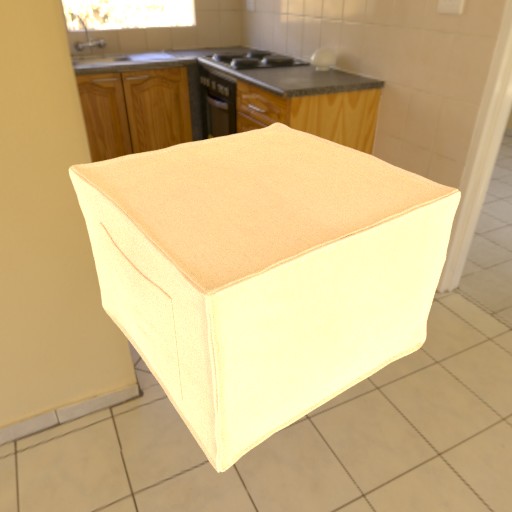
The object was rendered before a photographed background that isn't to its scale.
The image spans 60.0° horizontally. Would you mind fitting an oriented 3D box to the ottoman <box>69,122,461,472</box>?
[{"bbox_3d":[0.000,0.000,1.161,0.696,0.470,0.707,-21,37,-30],"label":"ottoman"}]
